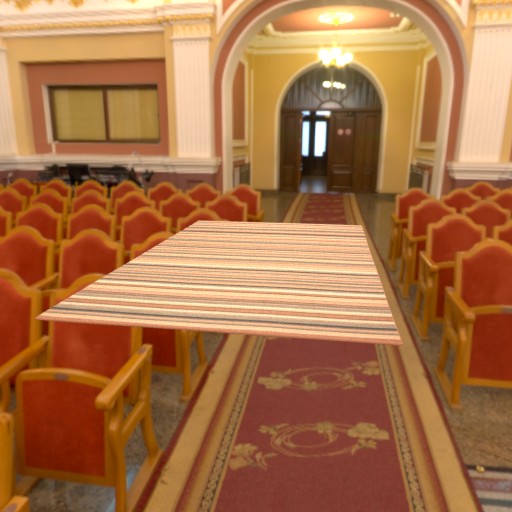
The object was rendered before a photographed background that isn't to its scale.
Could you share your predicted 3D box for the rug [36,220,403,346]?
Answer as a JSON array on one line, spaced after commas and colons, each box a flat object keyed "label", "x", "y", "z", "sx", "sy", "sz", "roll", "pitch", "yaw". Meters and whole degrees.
[{"label": "rug", "x": 0.000, "y": 0.000, "z": 2.945, "sx": 1.523, "sy": 0.014, "sz": 2.438, "roll": 2, "pitch": 15, "yaw": 9}]
